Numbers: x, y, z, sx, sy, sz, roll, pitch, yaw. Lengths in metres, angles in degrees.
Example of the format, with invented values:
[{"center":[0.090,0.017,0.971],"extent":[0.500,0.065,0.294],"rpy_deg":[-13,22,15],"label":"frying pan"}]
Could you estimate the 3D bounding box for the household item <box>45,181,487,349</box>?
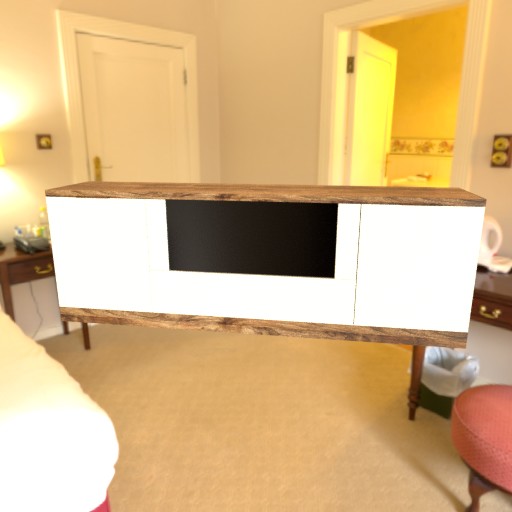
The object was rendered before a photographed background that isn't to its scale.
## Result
[{"center":[0.000,0.000,2.042],"extent":[1.800,0.615,0.390],"rpy_deg":[2,16,9],"label":"household item"}]
